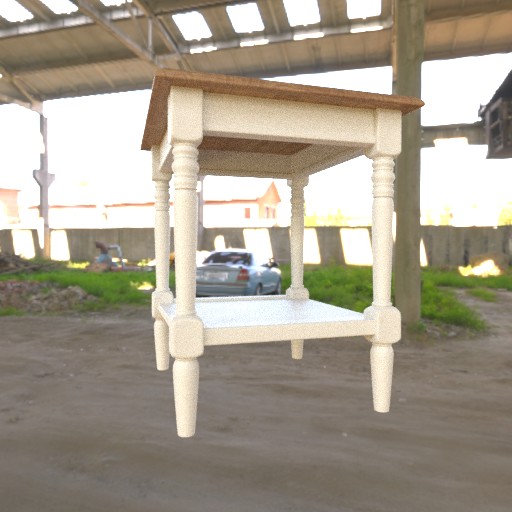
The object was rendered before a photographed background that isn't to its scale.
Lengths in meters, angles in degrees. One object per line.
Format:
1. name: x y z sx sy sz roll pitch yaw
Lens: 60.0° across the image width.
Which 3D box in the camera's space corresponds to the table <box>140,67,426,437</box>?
1. table: 0.000 0.000 0.946 0.457 0.561 0.508 0 1 -17
